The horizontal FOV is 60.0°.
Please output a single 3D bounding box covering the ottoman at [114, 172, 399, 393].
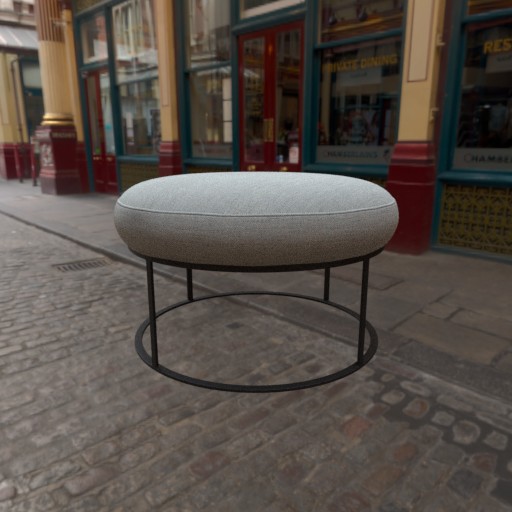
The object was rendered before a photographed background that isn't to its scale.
[{"bbox_3d":[0.000,0.000,1.277,0.769,0.459,0.769,0,14,0],"label":"ottoman"}]
